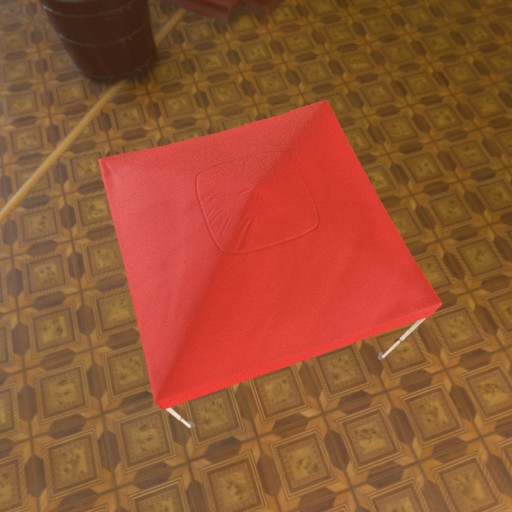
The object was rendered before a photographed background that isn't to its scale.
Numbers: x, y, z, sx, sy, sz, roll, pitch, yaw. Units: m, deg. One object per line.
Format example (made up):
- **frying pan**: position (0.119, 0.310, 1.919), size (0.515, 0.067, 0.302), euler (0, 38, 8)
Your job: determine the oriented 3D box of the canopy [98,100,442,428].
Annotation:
- **canopy**: position (0.000, 0.000, 5.553), size (2.996, 2.997, 2.998), euler (-17, 65, -8)
